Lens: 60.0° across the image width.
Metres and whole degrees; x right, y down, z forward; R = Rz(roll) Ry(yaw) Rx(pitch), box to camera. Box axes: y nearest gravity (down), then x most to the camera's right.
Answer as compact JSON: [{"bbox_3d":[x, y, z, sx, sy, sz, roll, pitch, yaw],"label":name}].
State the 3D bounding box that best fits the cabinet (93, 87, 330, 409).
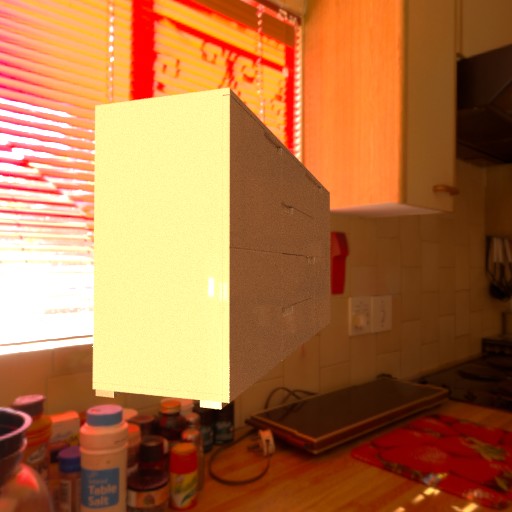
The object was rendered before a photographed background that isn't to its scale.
[{"bbox_3d":[0.000,0.000,1.941,0.400,0.800,1.650,0,-1,18],"label":"cabinet"}]
